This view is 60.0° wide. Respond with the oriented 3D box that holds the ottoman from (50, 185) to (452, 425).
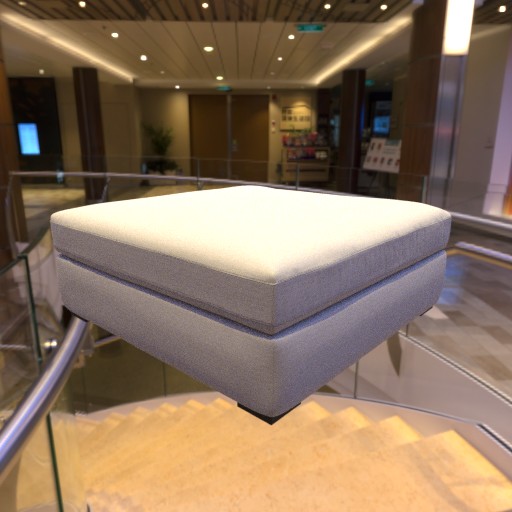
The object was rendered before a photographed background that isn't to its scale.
[{"bbox_3d":[0.000,0.000,1.791,1.167,0.482,1.163,13,20,40],"label":"ottoman"}]
